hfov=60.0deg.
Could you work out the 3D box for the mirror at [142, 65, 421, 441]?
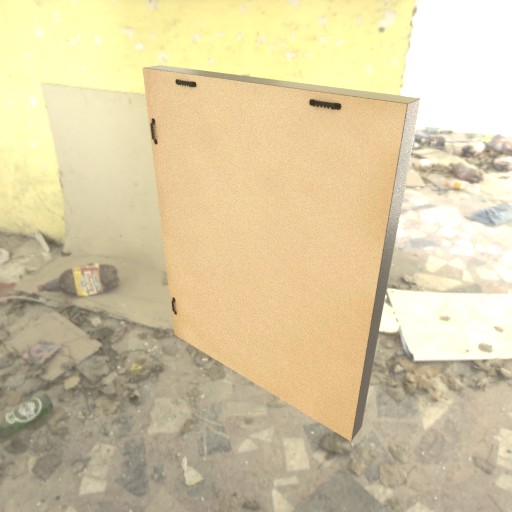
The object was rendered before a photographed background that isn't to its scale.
[{"bbox_3d":[0.000,0.000,0.682,0.406,0.509,0.041,22,37,33],"label":"mirror"}]
